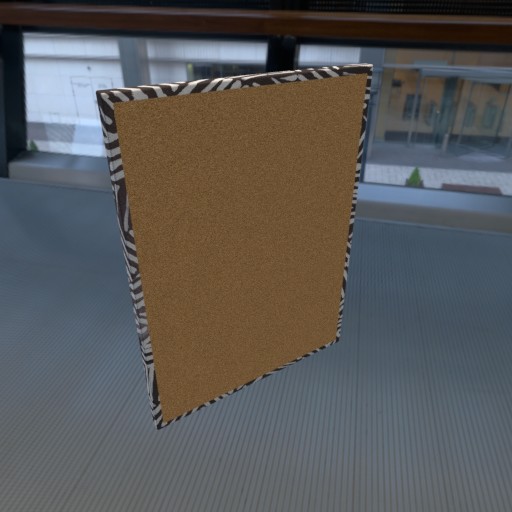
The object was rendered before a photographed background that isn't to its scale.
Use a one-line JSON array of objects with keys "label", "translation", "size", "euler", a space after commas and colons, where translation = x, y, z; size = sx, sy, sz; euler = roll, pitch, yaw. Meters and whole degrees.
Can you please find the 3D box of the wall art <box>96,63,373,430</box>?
[{"label": "wall art", "translation": [0.000, 0.000, 1.334], "size": [0.765, 1.017, 0.038], "euler": [-18, 35, -28]}]
